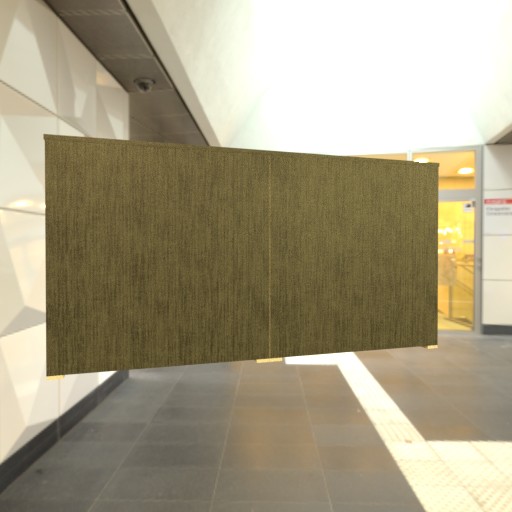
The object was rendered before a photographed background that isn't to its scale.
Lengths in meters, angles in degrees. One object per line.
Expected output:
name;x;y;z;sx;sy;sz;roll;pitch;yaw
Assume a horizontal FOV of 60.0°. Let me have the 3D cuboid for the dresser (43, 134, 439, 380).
dresser;0.000;0.000;1.815;1.535;0.790;0.333;0;1;-18
